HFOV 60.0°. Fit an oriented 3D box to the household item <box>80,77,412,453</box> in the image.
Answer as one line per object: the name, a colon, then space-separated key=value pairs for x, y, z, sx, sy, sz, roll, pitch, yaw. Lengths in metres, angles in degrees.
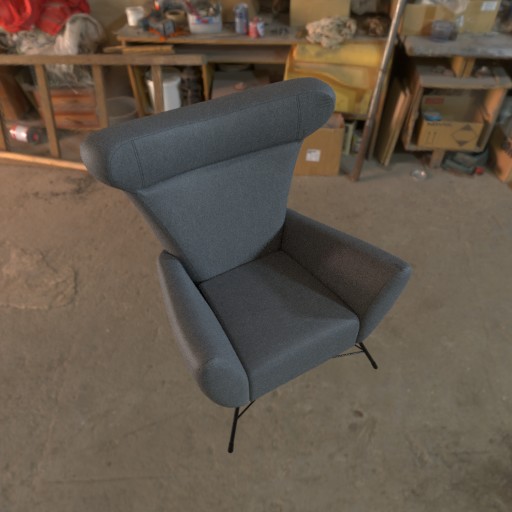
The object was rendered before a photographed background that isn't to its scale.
household item: x=0.000 y=0.000 z=1.773 sx=0.980 sy=1.050 sz=0.900 roll=-22 pitch=50 yaw=-20
